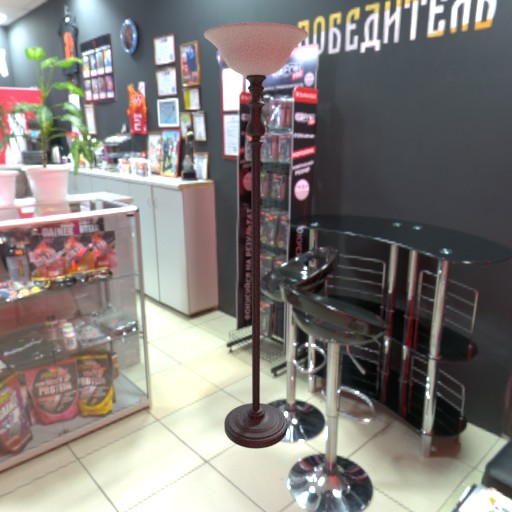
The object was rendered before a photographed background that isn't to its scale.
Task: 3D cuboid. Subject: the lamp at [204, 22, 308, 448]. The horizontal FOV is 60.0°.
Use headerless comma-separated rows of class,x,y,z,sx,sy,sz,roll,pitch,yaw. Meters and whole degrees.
lamp,0.000,0.000,1.976,0.405,1.797,0.405,-3,16,-10
